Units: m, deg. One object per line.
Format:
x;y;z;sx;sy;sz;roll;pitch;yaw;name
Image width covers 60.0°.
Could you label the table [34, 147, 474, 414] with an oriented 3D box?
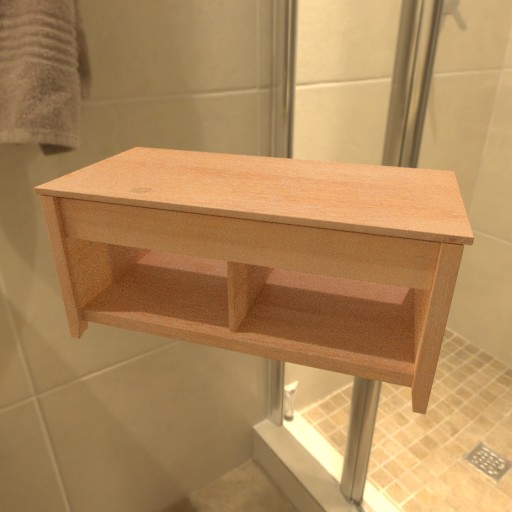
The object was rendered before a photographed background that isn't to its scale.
0.000;0.000;1.280;1.016;0.457;0.483;8;27;16;table
